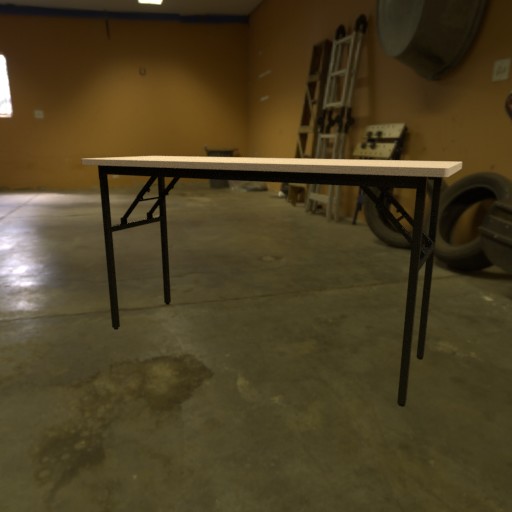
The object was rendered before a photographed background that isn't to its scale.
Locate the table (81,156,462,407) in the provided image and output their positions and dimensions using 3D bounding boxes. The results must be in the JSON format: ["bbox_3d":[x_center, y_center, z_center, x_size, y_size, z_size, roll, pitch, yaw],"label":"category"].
[{"bbox_3d":[0.000,0.000,1.772,1.397,0.750,0.447,8,16,28],"label":"table"}]
